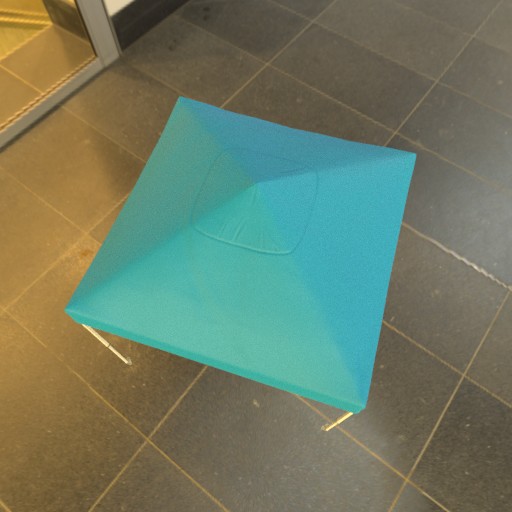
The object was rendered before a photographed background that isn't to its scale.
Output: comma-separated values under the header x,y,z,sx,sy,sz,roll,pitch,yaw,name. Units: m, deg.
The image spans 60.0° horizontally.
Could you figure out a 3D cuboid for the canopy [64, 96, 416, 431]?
x,y,z,sx,sy,sz,roll,pitch,yaw,name
0.000,0.000,5.393,2.996,2.997,2.998,16,65,8,canopy
